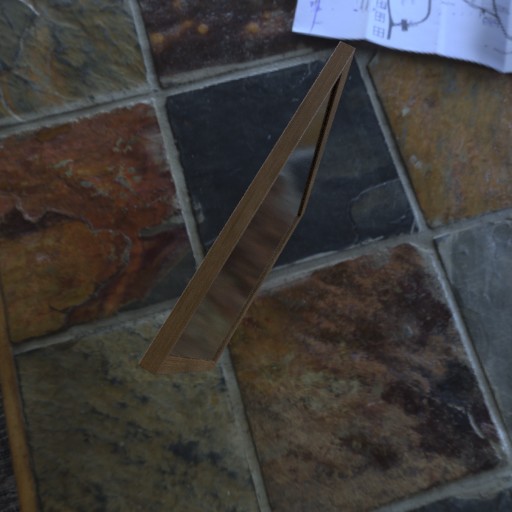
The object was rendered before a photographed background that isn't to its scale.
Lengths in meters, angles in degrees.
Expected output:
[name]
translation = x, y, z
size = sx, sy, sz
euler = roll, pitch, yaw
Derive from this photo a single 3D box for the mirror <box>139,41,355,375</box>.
[mirror]
translation = 0.000, 0.000, 1.340
size = 0.040, 1.016, 0.762
euler = 29, 78, 7
